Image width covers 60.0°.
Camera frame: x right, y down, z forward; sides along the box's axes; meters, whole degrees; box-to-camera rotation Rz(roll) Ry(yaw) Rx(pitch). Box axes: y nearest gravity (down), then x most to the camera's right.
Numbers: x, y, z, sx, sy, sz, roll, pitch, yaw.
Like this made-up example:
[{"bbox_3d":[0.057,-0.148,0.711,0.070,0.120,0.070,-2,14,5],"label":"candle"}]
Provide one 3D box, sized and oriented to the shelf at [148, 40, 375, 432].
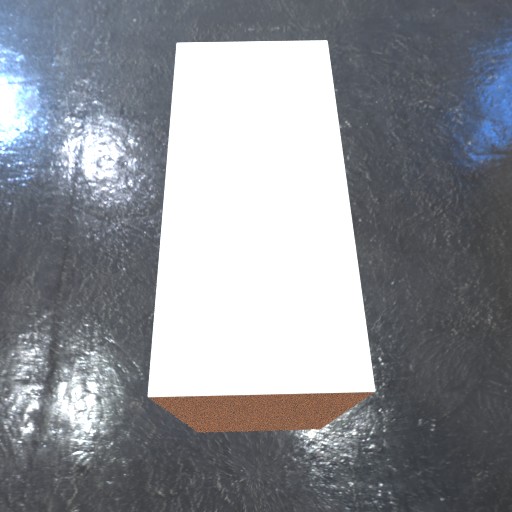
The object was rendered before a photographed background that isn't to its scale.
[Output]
[{"bbox_3d":[0.000,0.000,1.293,0.396,0.732,0.895,-1,64,-1],"label":"shelf"}]
